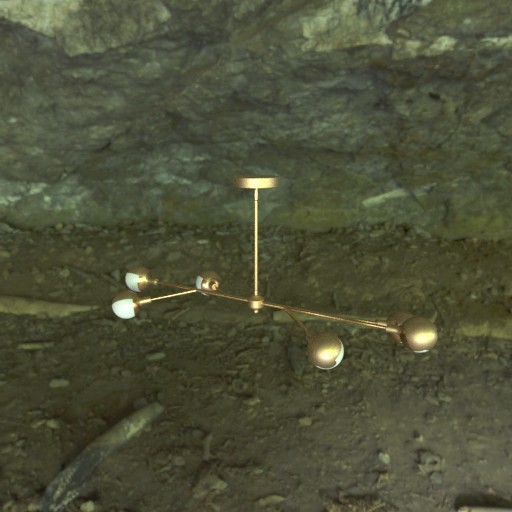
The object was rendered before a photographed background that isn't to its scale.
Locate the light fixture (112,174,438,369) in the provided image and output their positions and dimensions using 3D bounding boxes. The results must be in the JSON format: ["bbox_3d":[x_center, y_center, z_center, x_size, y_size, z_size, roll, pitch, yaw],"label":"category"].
[{"bbox_3d":[0.000,0.000,1.020,0.778,0.362,0.434,15,21,43],"label":"light fixture"}]
